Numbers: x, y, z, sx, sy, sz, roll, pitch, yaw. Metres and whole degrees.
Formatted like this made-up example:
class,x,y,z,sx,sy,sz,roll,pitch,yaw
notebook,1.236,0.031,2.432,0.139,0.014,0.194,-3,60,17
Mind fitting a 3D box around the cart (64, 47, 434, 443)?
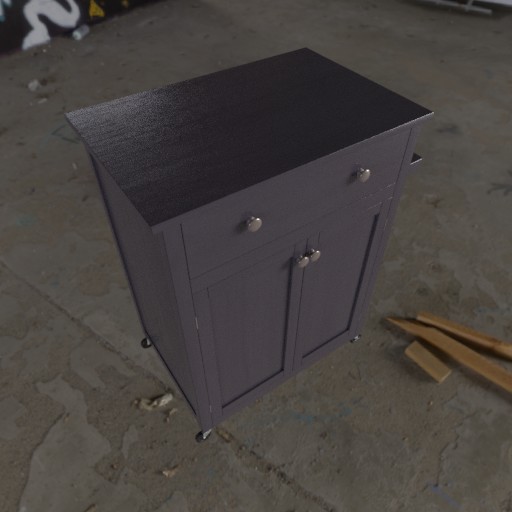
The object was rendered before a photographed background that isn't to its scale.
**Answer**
class,x,y,z,sx,sy,sz,roll,pitch,yaw
cart,0.000,0.000,1.261,0.690,0.878,0.449,-26,51,-23
